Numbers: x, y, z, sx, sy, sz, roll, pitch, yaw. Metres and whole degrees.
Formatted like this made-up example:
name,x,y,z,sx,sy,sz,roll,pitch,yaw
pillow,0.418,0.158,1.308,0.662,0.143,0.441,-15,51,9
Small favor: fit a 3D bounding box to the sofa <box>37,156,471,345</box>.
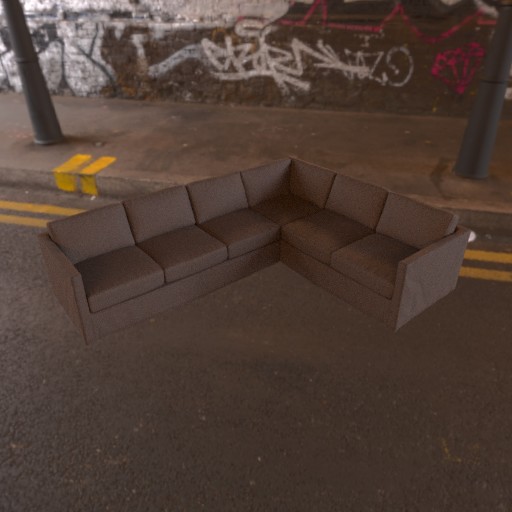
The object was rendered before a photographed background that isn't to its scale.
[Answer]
name,x,y,z,sx,sy,sz,roll,pitch,yaw
sofa,0.000,0.000,4.171,3.182,0.871,2.432,-22,37,-32
